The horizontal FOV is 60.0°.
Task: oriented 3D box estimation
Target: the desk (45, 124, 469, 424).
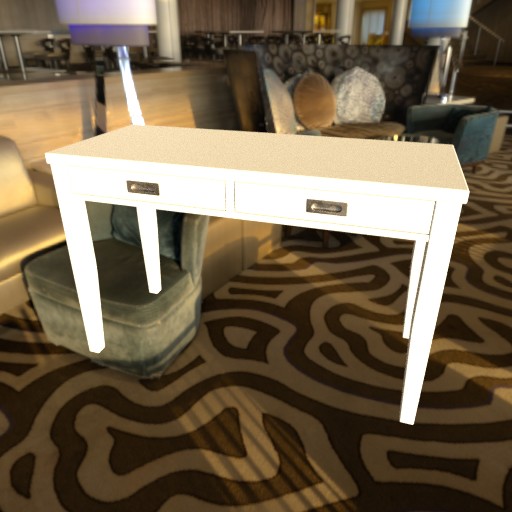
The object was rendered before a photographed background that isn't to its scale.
[{"bbox_3d":[0.000,0.000,1.601,1.220,0.775,0.508,8,28,16],"label":"desk"}]
